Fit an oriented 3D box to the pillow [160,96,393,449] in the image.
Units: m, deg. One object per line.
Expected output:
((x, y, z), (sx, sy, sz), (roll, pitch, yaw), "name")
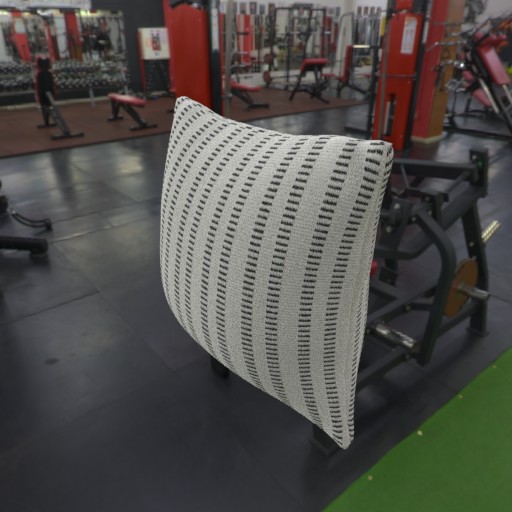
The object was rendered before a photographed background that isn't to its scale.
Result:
((0.000, 0.000, 0.672), (0.247, 0.419, 0.438), (-18, 32, -32), "pillow")
